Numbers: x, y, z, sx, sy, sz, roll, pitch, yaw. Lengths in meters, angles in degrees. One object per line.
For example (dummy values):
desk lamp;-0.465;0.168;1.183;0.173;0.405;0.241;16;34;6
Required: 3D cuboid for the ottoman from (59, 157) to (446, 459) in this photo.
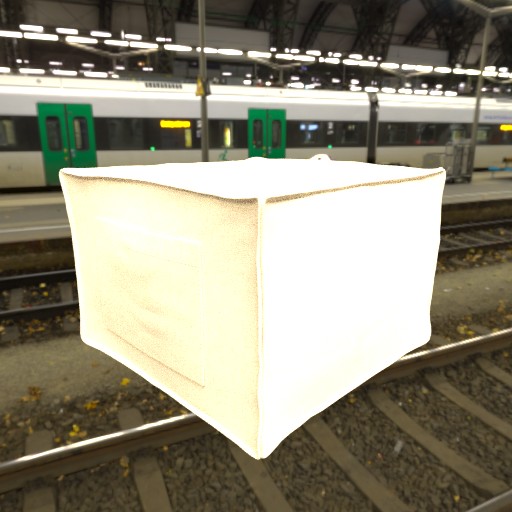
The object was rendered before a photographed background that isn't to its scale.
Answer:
ottoman;0.000;0.000;1.133;0.707;0.470;0.696;14;20;42
